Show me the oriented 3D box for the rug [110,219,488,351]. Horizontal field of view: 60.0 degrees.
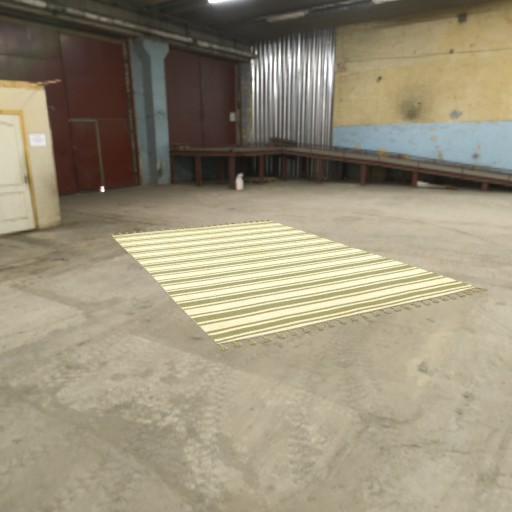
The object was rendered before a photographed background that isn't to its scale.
[{"bbox_3d":[0.000,0.000,3.049,1.540,0.018,2.435,-7,16,-26],"label":"rug"}]
